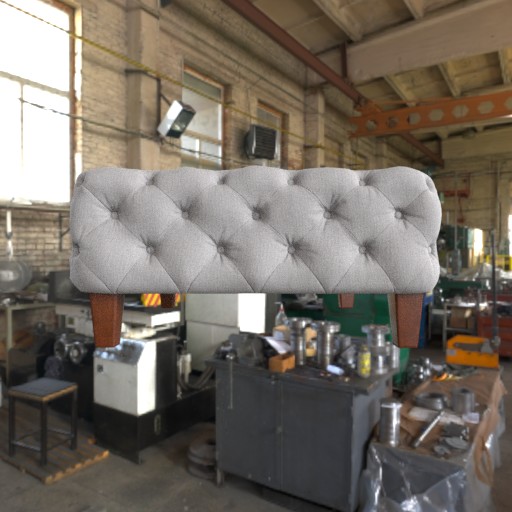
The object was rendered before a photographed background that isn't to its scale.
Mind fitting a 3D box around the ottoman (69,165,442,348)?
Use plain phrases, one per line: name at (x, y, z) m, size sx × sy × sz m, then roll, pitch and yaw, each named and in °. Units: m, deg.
ottoman at (0.000, 0.000, 1.222) m, size 0.758 × 0.365 × 0.764 m, roll 0°, pitch 1°, yaw 0°
